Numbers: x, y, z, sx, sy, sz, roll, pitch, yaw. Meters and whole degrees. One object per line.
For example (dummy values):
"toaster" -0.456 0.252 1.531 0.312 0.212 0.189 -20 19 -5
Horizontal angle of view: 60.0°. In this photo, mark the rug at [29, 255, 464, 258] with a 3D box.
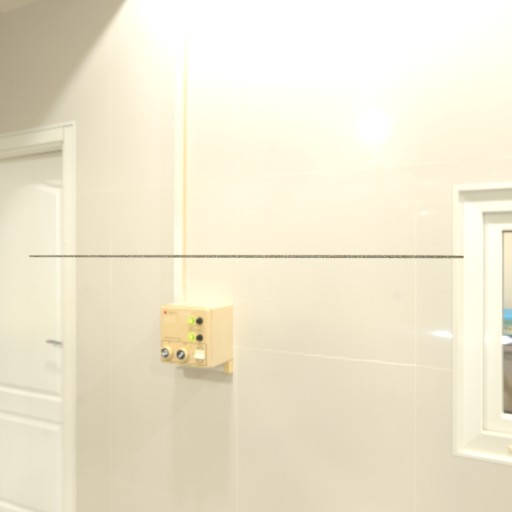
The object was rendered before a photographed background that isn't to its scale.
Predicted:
"rug" 0.000 0.000 3.078 2.448 0.012 1.540 0 0 18
